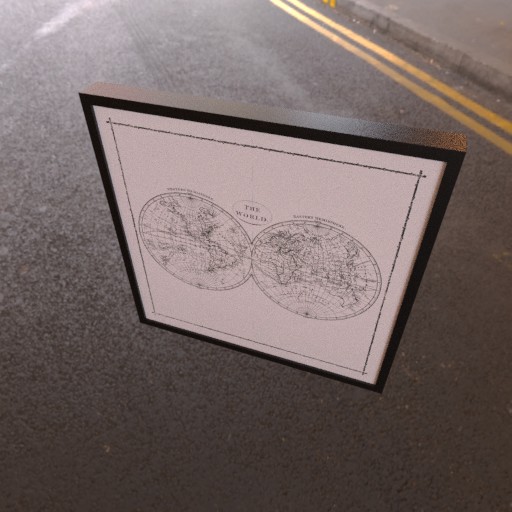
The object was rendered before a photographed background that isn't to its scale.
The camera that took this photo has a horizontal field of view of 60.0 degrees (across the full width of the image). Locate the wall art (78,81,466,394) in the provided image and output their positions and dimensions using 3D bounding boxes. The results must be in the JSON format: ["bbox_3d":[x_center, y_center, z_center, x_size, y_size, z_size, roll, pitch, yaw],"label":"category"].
[{"bbox_3d":[0.000,0.000,0.471,0.327,0.318,0.029,13,43,14],"label":"wall art"}]
